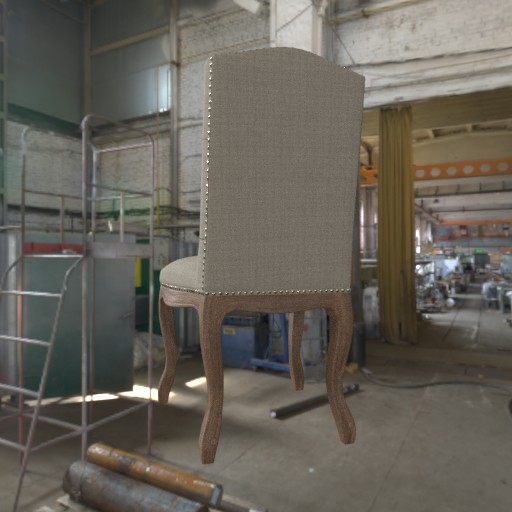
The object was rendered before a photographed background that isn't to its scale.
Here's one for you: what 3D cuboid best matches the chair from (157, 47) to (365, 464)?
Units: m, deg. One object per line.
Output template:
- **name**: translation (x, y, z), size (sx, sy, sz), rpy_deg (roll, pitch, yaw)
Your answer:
- **chair**: translation (0.000, 0.000, 1.592), size (0.637, 1.191, 0.731), rpy_deg (0, 0, -17)
